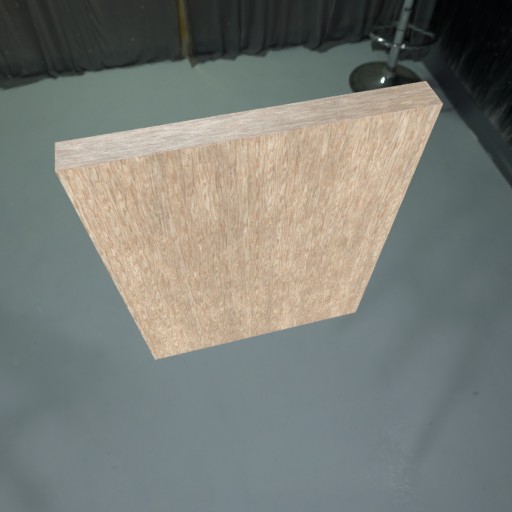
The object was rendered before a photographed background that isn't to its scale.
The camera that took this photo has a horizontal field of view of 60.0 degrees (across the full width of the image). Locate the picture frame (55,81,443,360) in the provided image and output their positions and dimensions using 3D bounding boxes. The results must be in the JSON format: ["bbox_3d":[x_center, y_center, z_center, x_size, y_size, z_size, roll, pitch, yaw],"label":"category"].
[{"bbox_3d":[0.000,0.000,0.702,0.424,0.526,0.043,-12,57,-8],"label":"picture frame"}]
